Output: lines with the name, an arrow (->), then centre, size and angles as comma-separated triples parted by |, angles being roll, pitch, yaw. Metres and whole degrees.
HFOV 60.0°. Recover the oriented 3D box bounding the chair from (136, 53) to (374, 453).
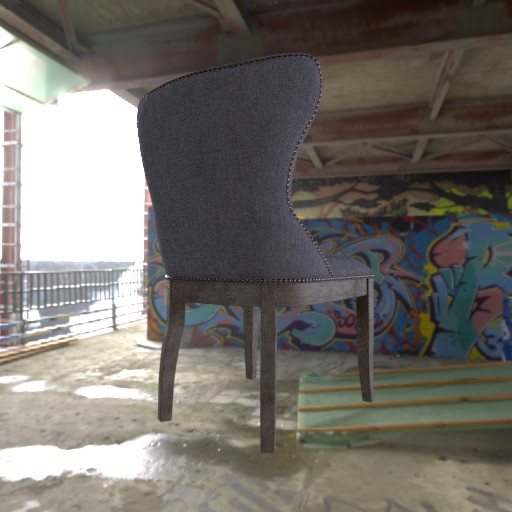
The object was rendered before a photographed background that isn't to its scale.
chair -> 0.000, 0.000, 1.427 | 0.654, 1.002, 0.681 | 0, -1, 35
